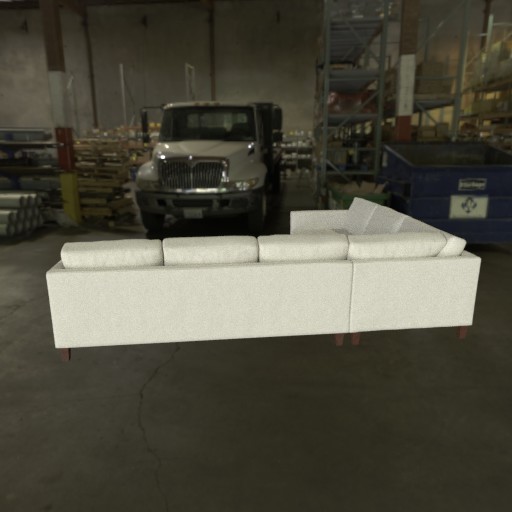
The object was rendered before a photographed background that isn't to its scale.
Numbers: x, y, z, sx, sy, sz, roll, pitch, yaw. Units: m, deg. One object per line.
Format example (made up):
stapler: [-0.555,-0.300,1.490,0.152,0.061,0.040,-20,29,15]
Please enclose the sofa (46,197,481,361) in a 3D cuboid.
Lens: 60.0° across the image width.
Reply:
sofa: [0.000,0.000,4.394,3.182,0.863,2.432,-2,15,-7]
